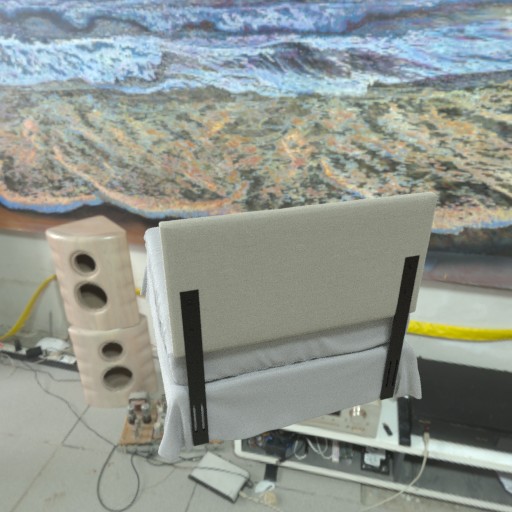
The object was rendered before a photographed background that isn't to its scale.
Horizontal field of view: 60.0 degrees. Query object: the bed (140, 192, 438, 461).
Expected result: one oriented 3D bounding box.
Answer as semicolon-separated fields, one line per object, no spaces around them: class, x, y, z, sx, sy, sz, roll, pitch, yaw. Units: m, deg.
bed;0.000;0.000;3.614;1.936;1.577;2.222;-8;28;-15
